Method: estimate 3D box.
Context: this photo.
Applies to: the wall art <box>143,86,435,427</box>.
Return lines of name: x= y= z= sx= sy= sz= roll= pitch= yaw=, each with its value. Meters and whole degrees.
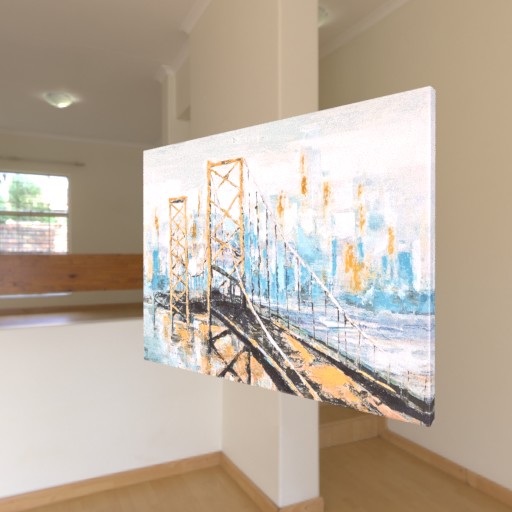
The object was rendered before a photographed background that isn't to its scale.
wall art: x=0.000 y=0.000 z=1.314 sx=1.016 sy=0.762 sz=0.038 roll=0 pitch=0 yaw=38
